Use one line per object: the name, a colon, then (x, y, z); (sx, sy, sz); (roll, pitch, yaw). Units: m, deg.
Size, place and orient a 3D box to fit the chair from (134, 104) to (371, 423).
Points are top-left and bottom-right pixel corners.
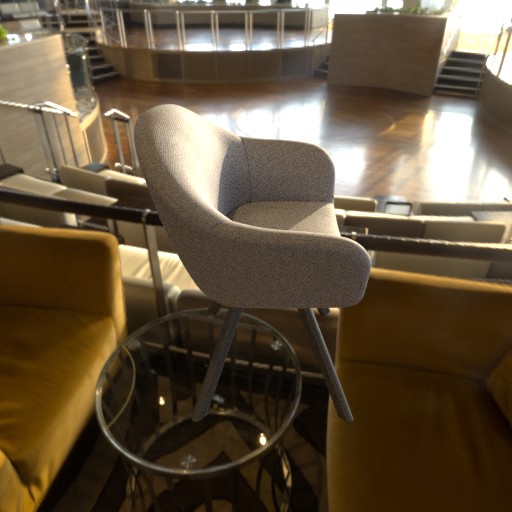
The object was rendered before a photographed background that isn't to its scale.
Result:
chair: (0.000, 0.000, 1.231); (0.550, 0.795, 0.590); (0, 33, 0)
